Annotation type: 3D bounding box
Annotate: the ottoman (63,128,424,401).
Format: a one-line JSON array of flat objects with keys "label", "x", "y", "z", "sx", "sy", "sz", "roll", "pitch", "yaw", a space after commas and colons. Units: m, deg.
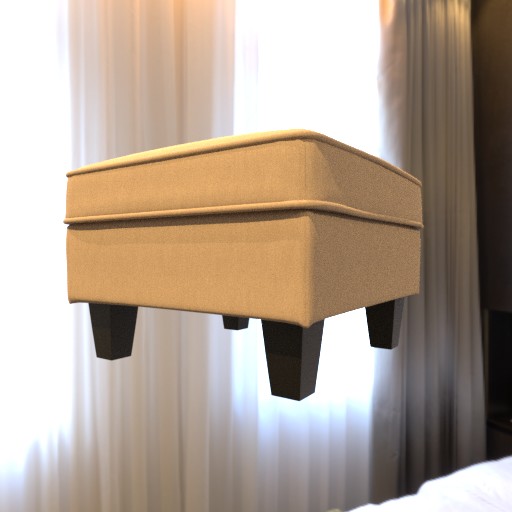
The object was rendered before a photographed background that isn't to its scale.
[{"label": "ottoman", "x": 0.000, "y": 0.000, "z": 1.017, "sx": 0.613, "sy": 0.438, "sz": 0.616, "roll": 0, "pitch": 0, "yaw": 35}]
